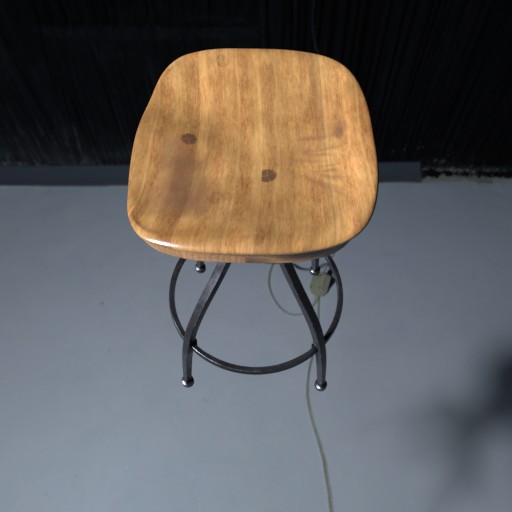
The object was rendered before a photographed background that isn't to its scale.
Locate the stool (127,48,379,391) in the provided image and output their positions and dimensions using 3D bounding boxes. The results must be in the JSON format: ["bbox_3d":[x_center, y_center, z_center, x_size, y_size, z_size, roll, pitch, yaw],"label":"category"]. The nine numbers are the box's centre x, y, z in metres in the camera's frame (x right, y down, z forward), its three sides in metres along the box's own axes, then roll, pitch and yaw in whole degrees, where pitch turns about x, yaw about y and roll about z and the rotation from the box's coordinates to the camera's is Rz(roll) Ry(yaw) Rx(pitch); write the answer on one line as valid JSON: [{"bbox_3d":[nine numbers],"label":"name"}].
[{"bbox_3d":[0.000,0.000,0.956,0.424,0.694,0.432,1,57,1],"label":"stool"}]
